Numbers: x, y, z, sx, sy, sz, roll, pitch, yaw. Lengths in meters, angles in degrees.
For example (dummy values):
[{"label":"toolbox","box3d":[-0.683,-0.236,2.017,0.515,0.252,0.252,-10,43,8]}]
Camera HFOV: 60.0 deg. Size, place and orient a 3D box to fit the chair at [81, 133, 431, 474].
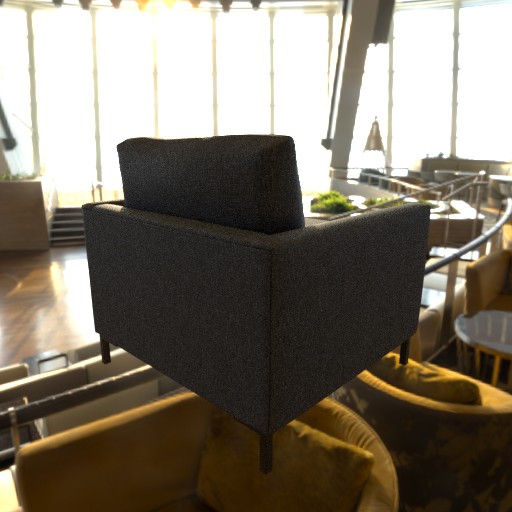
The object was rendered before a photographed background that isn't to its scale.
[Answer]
[{"label":"chair","box3d":[0.000,0.000,1.631,0.963,0.861,0.866,14,20,42]}]
